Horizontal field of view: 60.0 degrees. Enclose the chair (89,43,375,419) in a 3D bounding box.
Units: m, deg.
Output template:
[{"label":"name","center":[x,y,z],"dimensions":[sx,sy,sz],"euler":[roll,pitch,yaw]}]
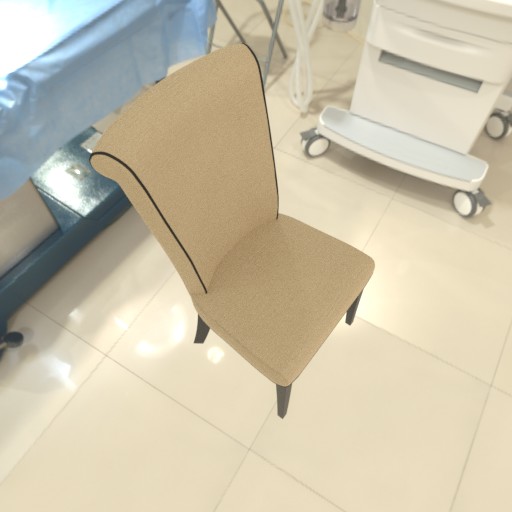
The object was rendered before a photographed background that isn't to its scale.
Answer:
[{"label":"chair","center":[0.000,0.000,1.380],"dimensions":[0.623,0.997,0.522],"euler":[34,64,19]}]
